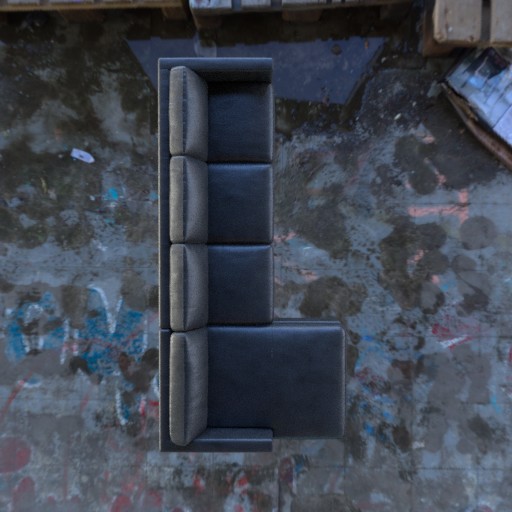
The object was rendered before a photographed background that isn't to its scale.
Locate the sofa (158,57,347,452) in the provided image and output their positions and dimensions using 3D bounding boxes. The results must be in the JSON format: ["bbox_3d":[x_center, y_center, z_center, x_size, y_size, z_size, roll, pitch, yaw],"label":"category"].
[{"bbox_3d":[0.000,0.000,3.878,1.581,0.883,3.203,0,91,0],"label":"sofa"}]
